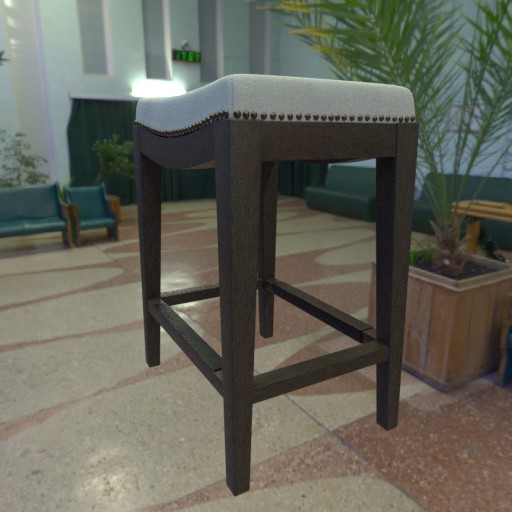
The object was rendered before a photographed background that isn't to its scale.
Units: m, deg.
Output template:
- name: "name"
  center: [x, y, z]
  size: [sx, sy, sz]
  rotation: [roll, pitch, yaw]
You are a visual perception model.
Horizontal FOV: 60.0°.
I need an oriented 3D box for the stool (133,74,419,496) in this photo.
- name: "stool"
  center: [0.000, 0.000, 0.918]
  size: [0.361, 0.642, 0.500]
  rotation: [-8, 17, -28]
